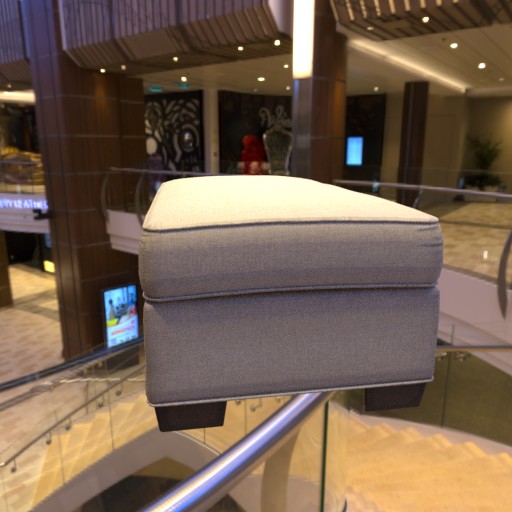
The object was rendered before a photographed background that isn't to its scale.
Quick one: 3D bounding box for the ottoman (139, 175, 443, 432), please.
[{"bbox_3d":[0.000,0.000,1.394,0.617,0.461,1.097,-2,14,-9],"label":"ottoman"}]
